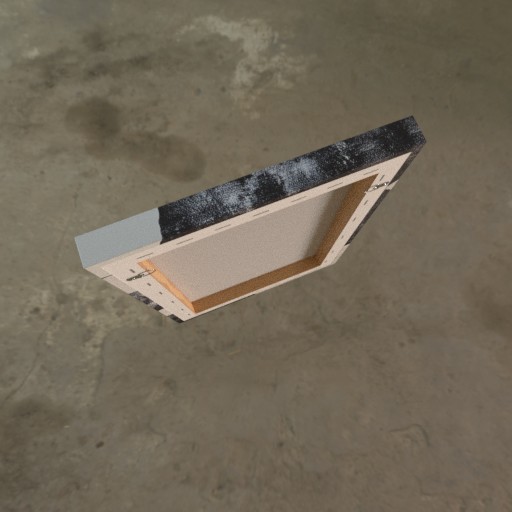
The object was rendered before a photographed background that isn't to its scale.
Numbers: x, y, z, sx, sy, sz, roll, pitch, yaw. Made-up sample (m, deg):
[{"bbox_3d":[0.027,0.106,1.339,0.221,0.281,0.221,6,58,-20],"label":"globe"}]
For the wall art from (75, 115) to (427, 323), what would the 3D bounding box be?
[{"bbox_3d":[0.000,0.000,0.788,0.407,0.610,0.039,-21,77,-5],"label":"wall art"}]
